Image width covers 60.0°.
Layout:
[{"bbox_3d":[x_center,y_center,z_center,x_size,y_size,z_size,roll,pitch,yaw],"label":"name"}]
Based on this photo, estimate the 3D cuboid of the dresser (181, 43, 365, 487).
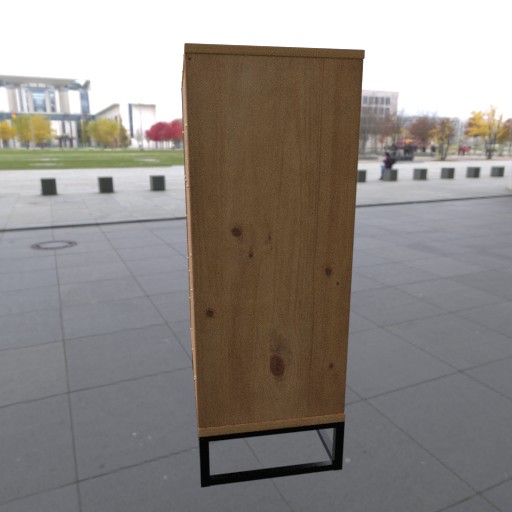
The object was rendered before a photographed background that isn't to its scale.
[{"bbox_3d":[0.000,0.000,1.591,0.479,1.240,0.761,-2,14,-10],"label":"dresser"}]
